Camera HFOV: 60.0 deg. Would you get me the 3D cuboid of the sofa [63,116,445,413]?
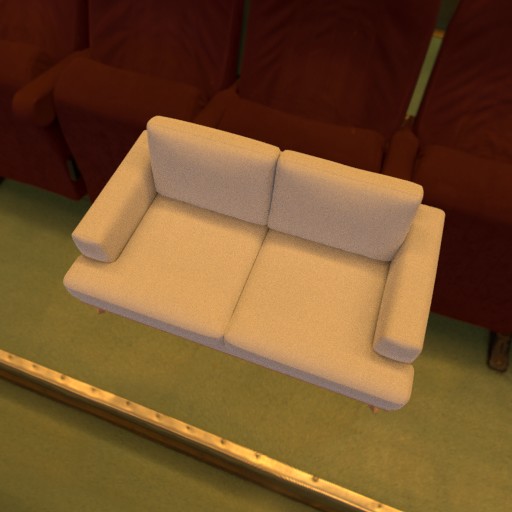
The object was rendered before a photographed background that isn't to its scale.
[{"bbox_3d":[0.000,0.000,2.144,1.651,0.810,0.915,17,61,10],"label":"sofa"}]
